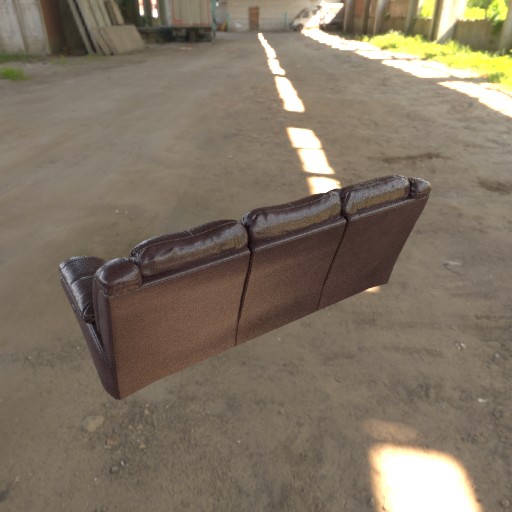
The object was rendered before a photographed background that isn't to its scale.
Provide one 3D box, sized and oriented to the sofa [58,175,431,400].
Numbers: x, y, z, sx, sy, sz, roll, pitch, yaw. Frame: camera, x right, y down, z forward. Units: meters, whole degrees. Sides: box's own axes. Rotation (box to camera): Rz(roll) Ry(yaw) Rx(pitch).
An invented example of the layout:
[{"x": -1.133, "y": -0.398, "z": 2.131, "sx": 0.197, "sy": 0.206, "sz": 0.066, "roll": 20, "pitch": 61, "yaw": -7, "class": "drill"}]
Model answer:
[{"x": 0.000, "y": 0.000, "z": 2.985, "sx": 2.337, "sy": 1.043, "sz": 0.991, "roll": -18, "pitch": 34, "yaw": -29, "class": "sofa"}]
